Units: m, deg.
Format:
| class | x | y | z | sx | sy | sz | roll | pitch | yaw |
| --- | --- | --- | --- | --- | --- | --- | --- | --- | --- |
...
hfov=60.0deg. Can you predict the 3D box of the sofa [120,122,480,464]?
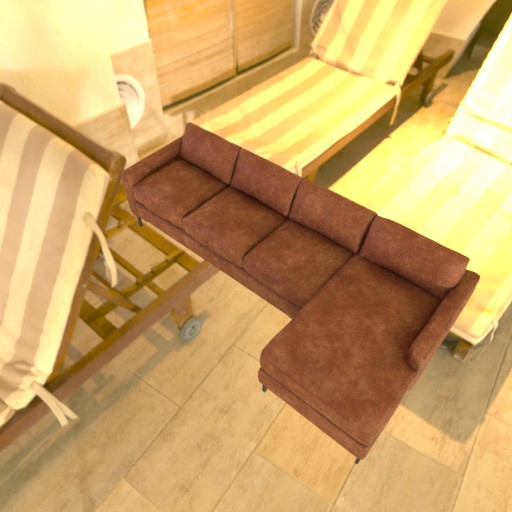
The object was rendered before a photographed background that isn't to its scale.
| class | x | y | z | sx | sy | sz | roll | pitch | yaw |
| --- | --- | --- | --- | --- | --- | --- | --- | --- | --- |
| sofa | 0.000 | 0.000 | 3.592 | 2.993 | 0.859 | 1.471 | 32 | 55 | 26 |
